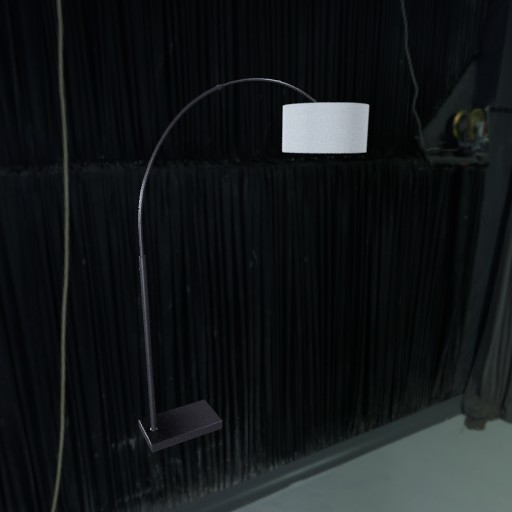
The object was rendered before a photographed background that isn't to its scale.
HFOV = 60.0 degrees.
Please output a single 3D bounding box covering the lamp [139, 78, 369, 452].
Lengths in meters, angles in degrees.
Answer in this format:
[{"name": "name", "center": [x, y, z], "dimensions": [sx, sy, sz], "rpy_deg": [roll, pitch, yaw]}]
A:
[{"name": "lamp", "center": [0.000, 0.000, 2.568], "dimensions": [1.424, 1.927, 0.493], "rpy_deg": [-8, 17, -29]}]
